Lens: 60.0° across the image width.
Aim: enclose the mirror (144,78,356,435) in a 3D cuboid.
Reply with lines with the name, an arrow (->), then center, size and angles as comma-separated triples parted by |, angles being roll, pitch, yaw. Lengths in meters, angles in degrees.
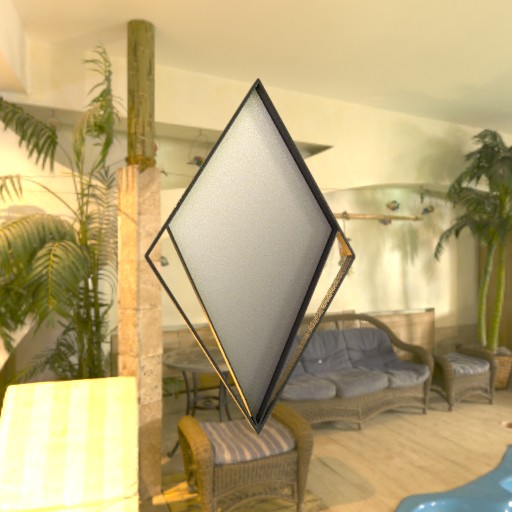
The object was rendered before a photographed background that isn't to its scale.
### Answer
mirror -> 0.000, 0.000, 0.858 | 0.419, 0.679, 0.032 | 0, 0, -18
